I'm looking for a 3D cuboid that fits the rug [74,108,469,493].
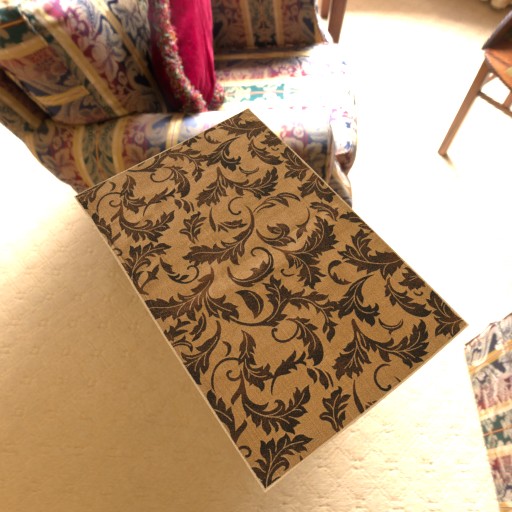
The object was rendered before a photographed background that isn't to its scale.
[{"bbox_3d":[0.000,0.000,2.878,1.522,0.008,2.284,-32,65,-17],"label":"rug"}]
